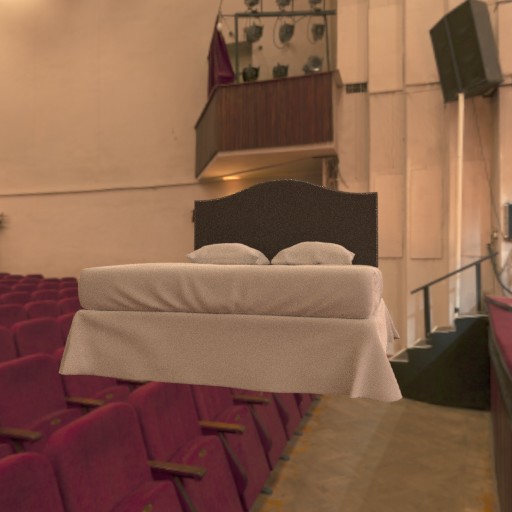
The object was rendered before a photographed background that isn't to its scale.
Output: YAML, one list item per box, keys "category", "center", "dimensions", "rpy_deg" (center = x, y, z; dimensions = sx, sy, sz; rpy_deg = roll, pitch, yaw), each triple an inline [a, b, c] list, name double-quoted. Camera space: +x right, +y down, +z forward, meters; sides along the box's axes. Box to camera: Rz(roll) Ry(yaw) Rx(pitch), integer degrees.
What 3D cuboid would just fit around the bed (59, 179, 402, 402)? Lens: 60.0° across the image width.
- category: "bed"
  center: [0.000, 0.000, 3.698]
  dimensions: [2.314, 1.651, 2.219]
  rpy_deg: [0, -1, 17]
